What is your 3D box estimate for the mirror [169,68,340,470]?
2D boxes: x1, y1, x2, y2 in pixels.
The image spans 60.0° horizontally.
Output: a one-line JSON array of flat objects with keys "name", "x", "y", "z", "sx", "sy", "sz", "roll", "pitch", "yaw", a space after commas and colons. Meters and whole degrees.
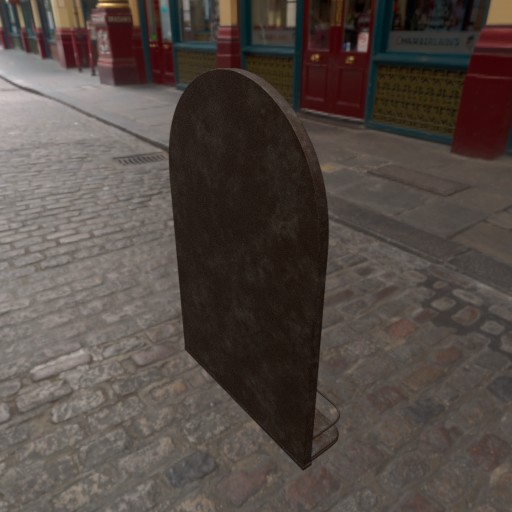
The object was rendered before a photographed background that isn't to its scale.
[{"name": "mirror", "x": 0.000, "y": 0.000, "z": 0.981, "sx": 0.137, "sy": 0.770, "sz": 0.510, "roll": -19, "pitch": 32, "yaw": -33}]
